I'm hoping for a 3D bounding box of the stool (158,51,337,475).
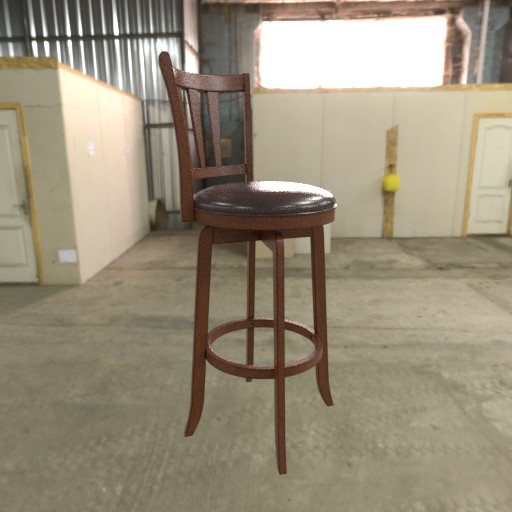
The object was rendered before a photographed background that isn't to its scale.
[{"bbox_3d":[0.000,0.000,1.430,0.503,1.177,0.464,8,16,28],"label":"stool"}]
